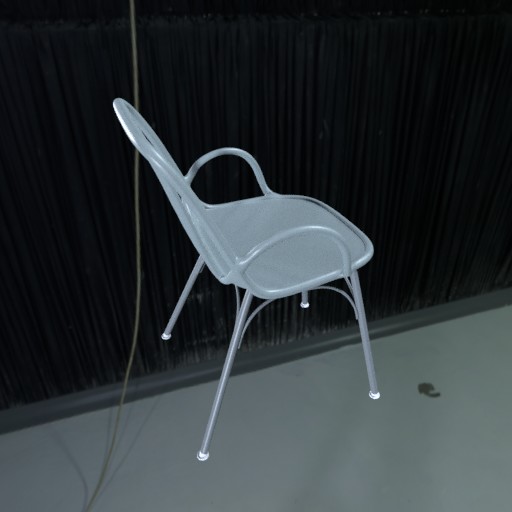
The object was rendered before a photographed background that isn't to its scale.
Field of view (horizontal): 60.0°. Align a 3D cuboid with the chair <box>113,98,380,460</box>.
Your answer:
[{"bbox_3d":[0.000,0.000,1.184,0.597,0.816,0.549,-11,33,-18],"label":"chair"}]
